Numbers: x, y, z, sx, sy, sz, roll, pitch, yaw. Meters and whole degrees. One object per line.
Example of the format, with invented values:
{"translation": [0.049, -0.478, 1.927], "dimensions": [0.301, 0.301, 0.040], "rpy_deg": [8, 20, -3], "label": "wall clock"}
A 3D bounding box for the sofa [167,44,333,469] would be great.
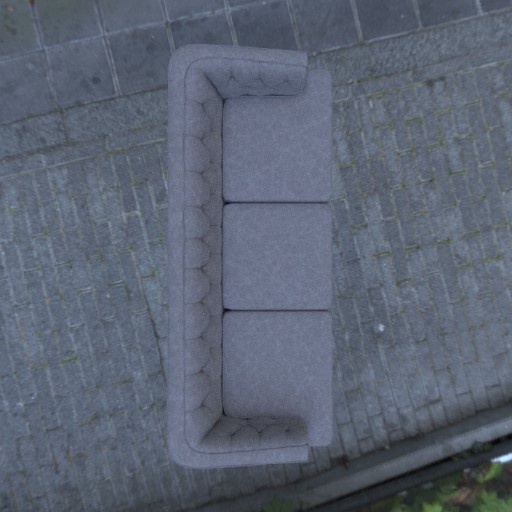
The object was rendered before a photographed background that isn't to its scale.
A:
{"translation": [0.000, 0.000, 2.654], "dimensions": [0.917, 0.806, 2.247], "rpy_deg": [0, 89, -1], "label": "sofa"}
